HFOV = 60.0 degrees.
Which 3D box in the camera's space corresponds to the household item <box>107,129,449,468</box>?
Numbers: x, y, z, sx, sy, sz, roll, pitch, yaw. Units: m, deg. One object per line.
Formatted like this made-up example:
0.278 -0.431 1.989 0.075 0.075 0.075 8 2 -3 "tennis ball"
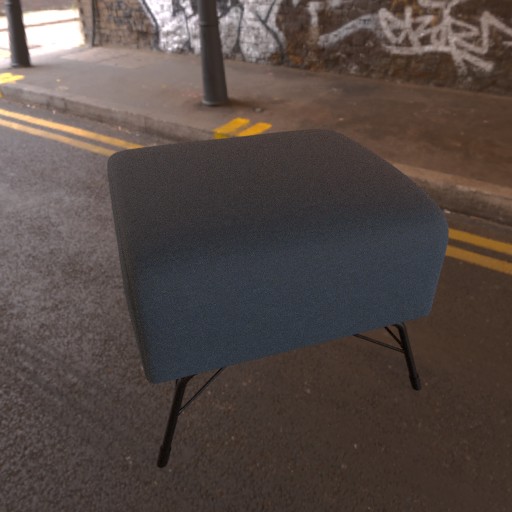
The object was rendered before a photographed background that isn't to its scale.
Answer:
0.000 0.000 0.912 0.530 0.420 0.530 -11 35 -15 "household item"
